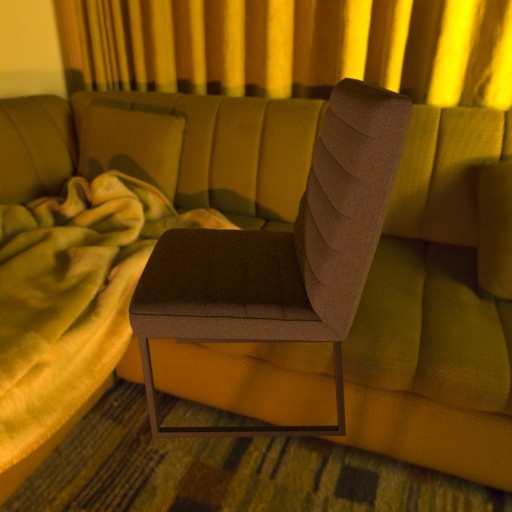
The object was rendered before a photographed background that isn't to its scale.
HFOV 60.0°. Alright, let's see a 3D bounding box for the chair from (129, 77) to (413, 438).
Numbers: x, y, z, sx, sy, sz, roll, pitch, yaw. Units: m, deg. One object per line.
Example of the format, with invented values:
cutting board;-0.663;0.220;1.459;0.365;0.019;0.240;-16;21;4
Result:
chair;0.000;0.000;1.277;0.634;0.930;0.520;0;26;-1
